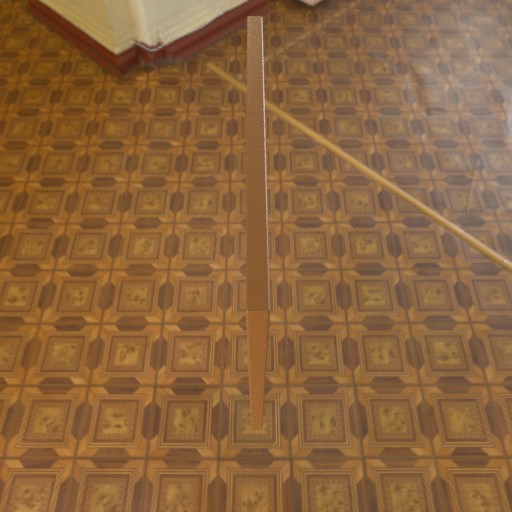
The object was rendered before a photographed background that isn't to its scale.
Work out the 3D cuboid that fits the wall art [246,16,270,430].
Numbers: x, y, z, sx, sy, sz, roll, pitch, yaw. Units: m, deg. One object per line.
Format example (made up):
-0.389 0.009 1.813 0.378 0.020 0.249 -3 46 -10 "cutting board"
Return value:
0.000 0.000 0.507 0.015 0.379 0.310 0 59 0 "wall art"
